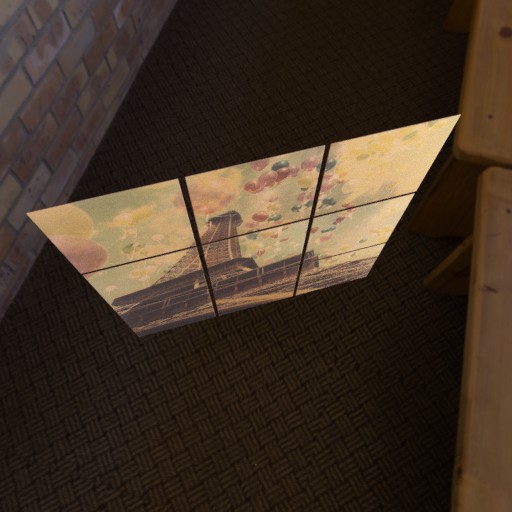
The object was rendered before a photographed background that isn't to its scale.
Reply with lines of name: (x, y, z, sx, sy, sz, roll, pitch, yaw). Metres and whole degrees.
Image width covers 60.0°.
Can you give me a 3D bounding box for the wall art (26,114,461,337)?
wall art: (0.000, 0.000, 2.175, 1.517, 1.505, 0.002, -14, 66, -7)
